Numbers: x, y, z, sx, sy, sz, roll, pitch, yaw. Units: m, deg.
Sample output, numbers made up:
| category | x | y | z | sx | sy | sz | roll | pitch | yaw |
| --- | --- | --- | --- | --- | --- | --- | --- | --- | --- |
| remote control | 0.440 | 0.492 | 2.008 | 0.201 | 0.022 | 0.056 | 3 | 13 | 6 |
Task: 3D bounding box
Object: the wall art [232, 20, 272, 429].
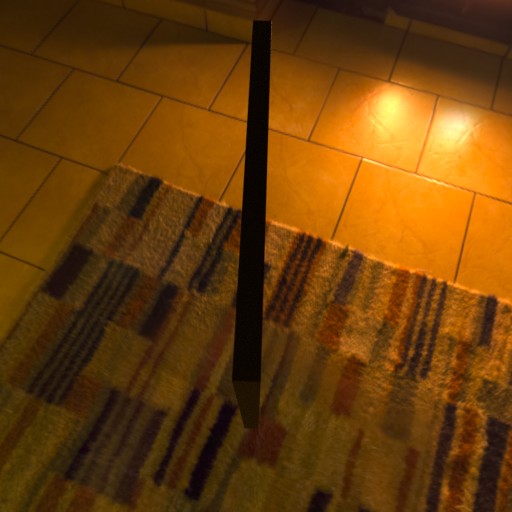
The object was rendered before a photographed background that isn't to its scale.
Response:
| category | x | y | z | sx | sy | sz | roll | pitch | yaw |
| --- | --- | --- | --- | --- | --- | --- | --- | --- | --- |
| wall art | 0.000 | 0.000 | 0.761 | 0.028 | 0.511 | 0.513 | 2 | 64 | 1 |
